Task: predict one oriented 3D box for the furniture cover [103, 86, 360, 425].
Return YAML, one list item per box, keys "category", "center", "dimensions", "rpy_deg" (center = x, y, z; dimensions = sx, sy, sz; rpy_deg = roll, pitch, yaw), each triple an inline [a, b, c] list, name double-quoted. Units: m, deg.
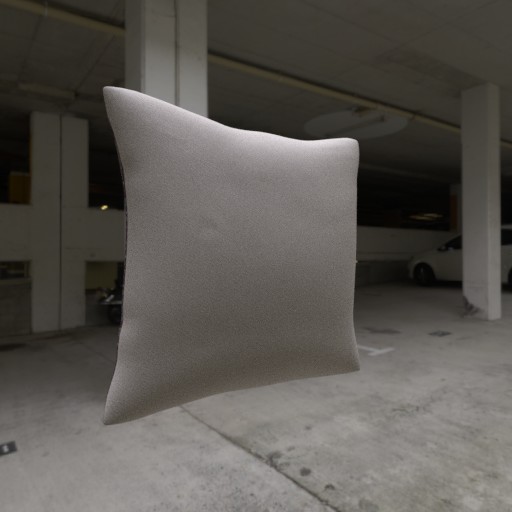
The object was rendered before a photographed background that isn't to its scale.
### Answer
- category: "furniture cover"
  center: [0.000, 0.000, 0.815]
  dimensions: [0.552, 0.509, 0.193]
  rpy_deg: [0, 0, -35]
